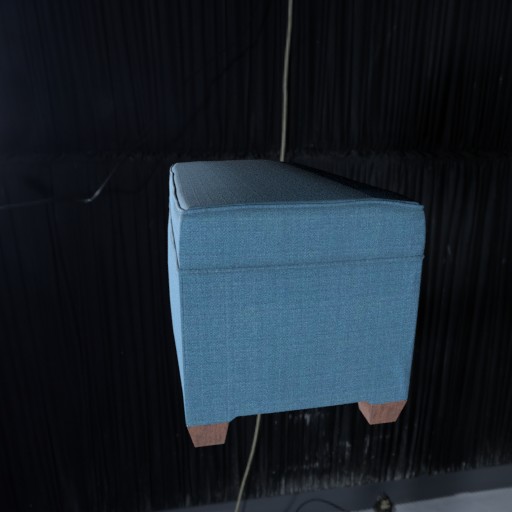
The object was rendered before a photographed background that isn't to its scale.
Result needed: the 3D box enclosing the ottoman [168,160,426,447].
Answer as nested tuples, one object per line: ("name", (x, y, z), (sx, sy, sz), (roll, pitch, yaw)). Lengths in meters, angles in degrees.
("ottoman", (0.000, 0.000, 1.222), (0.474, 0.474, 0.943), (-3, 17, -10))
